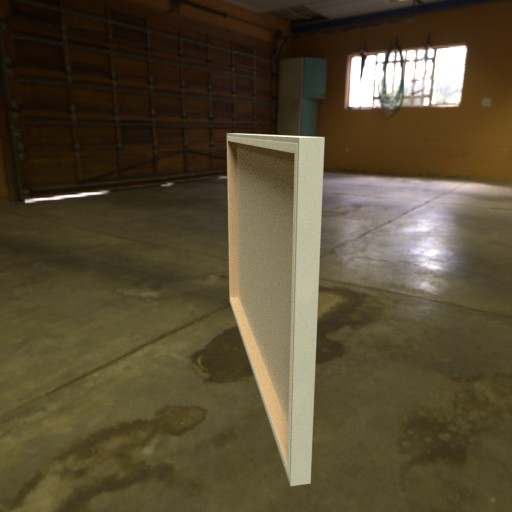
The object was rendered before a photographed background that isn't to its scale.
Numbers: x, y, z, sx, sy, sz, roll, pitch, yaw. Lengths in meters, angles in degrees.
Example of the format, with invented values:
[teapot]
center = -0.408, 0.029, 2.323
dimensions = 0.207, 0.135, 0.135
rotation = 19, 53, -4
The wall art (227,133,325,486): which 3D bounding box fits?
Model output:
[wall art]
center = 0.000, 0.000, 1.156
dimensions = 0.038, 0.610, 0.915
rotation = -3, 16, -10
